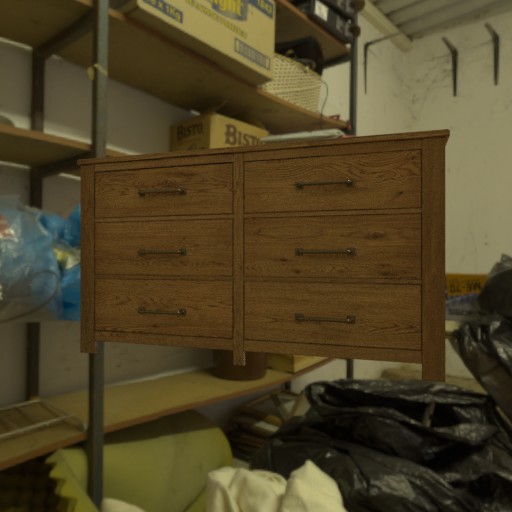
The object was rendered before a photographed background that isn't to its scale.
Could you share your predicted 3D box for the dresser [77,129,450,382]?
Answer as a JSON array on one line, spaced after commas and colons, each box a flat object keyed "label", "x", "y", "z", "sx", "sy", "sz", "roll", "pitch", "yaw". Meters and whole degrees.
[{"label": "dresser", "x": 0.000, "y": 0.000, "z": 2.116, "sx": 1.657, "sy": 0.932, "sz": 0.563, "roll": 0, "pitch": 0, "yaw": 18}]
